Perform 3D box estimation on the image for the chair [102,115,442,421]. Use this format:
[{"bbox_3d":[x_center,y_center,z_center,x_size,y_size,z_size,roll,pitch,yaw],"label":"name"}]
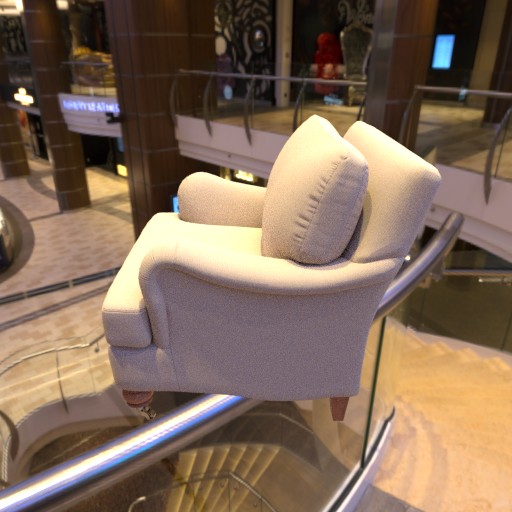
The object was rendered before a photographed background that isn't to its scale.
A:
[{"bbox_3d":[0.000,0.000,1.845,1.070,1.038,0.955,0,25,-1],"label":"chair"}]
